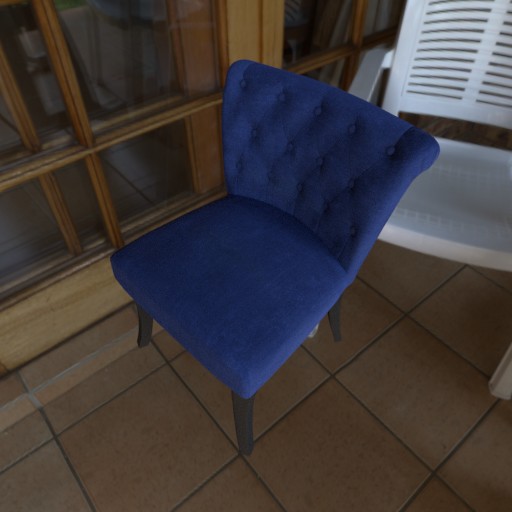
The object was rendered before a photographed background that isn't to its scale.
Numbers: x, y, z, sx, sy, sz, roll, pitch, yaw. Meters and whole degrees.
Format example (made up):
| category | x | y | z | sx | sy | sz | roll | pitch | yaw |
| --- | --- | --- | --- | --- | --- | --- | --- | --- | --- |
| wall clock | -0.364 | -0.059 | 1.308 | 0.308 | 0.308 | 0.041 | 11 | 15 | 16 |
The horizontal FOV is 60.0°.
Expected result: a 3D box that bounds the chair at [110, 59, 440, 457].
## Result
| category | x | y | z | sx | sy | sz | roll | pitch | yaw |
| --- | --- | --- | --- | --- | --- | --- | --- | --- | --- |
| chair | 0.000 | 0.000 | 1.185 | 0.585 | 0.753 | 0.606 | 35 | 56 | 29 |
